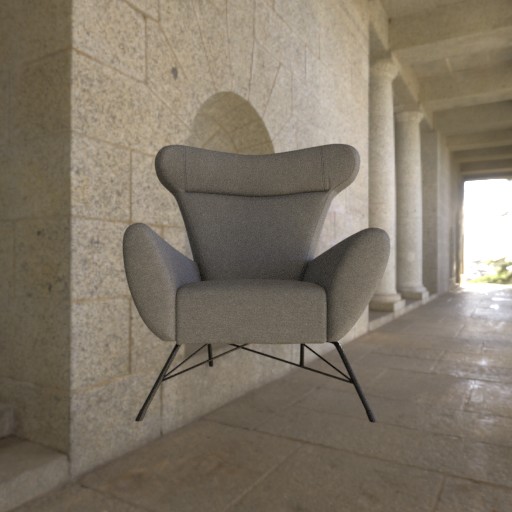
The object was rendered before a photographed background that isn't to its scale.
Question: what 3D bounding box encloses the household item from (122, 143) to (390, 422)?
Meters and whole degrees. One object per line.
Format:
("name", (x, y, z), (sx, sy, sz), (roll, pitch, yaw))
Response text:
("household item", (0.000, 0.000, 1.845), (0.980, 1.050, 0.900), (0, 0, 1))
